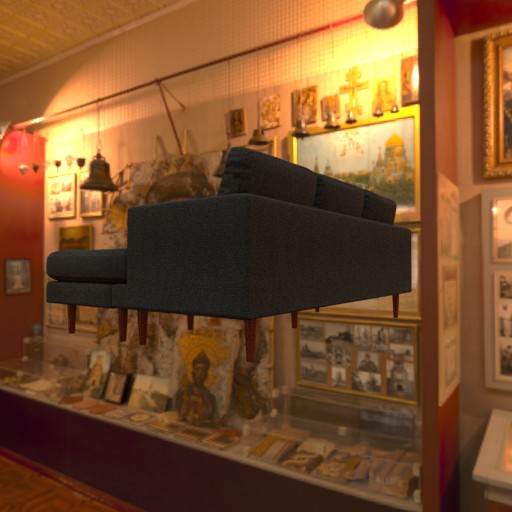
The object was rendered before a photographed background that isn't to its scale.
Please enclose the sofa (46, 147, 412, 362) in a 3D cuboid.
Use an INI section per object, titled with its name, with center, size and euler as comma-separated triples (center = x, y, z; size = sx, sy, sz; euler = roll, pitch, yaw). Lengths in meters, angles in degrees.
[sofa]
center = 0.000, 0.000, 3.098
size = 1.504, 0.956, 2.233
euler = -1, -1, 35
